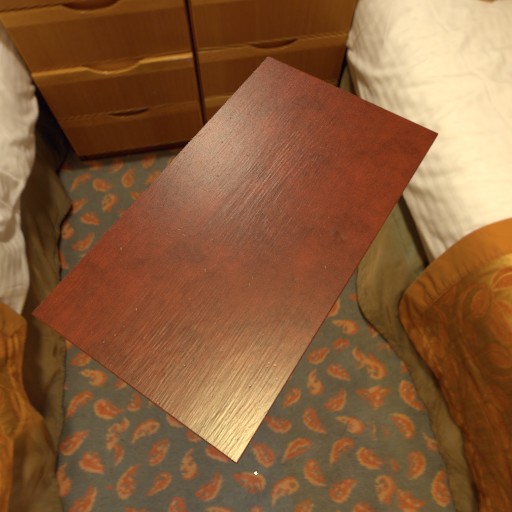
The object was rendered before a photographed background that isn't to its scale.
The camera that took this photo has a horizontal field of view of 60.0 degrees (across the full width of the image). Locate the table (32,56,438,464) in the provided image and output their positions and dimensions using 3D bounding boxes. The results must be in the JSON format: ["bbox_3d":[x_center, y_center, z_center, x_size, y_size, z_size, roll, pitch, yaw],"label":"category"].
[{"bbox_3d":[0.000,0.000,1.260,0.533,0.456,0.943,31,68,14],"label":"table"}]
